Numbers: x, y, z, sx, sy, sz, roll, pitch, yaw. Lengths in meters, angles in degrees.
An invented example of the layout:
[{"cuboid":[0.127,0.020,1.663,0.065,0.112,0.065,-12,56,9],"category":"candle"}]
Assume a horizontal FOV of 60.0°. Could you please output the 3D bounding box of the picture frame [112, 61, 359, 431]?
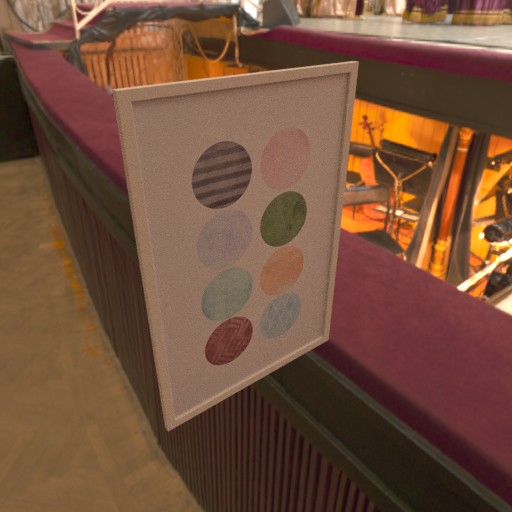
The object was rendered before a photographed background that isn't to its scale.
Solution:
[{"cuboid":[0.000,0.000,0.854,0.457,0.657,0.013,-21,37,-31],"category":"picture frame"}]
